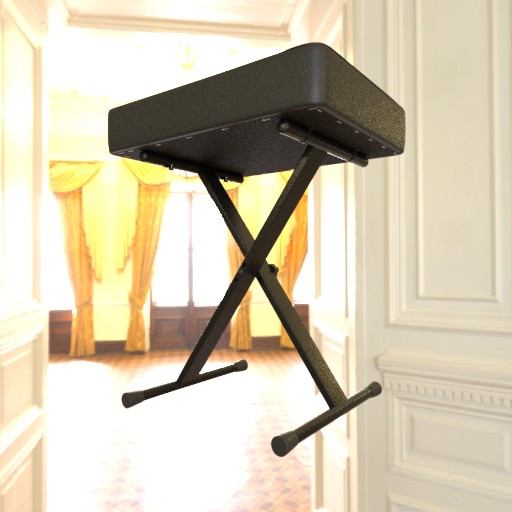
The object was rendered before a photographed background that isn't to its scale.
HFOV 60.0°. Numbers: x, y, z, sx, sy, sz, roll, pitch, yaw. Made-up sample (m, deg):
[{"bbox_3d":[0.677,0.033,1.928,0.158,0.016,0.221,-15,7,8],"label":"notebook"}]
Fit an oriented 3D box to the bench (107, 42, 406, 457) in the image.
[{"bbox_3d":[0.000,0.000,0.765,0.424,0.500,0.321,0,-1,37],"label":"bench"}]
